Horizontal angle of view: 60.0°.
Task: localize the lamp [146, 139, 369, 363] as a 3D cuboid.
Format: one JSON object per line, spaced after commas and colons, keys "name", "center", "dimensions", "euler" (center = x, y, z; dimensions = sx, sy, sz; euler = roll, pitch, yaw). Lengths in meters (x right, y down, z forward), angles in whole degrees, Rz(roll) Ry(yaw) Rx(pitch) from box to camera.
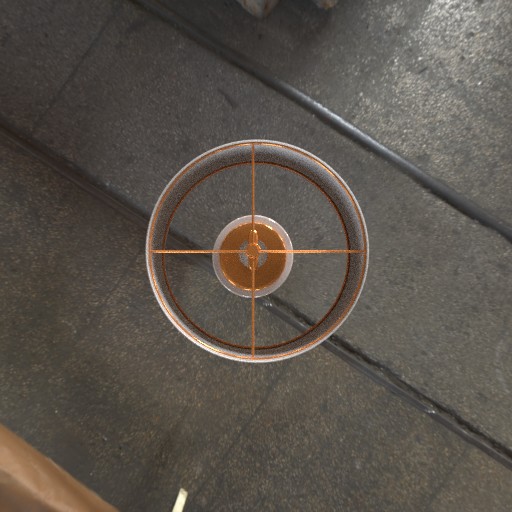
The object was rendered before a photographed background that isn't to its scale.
{"name": "lamp", "center": [0.000, 0.000, 0.465], "dimensions": [0.189, 0.340, 0.189], "euler": [0, 89, 0]}
